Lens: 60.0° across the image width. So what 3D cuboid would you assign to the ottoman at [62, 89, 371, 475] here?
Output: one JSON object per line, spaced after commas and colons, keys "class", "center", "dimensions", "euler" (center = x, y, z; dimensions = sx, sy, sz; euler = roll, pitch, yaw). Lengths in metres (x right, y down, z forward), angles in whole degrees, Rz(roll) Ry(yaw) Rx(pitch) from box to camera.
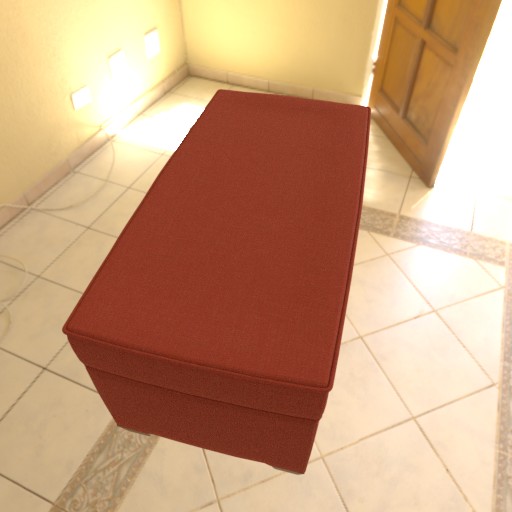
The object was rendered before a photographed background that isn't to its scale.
{"class": "ottoman", "center": [0.000, 0.000, 1.190], "dimensions": [0.497, 0.454, 0.948], "euler": [10, 47, 9]}
